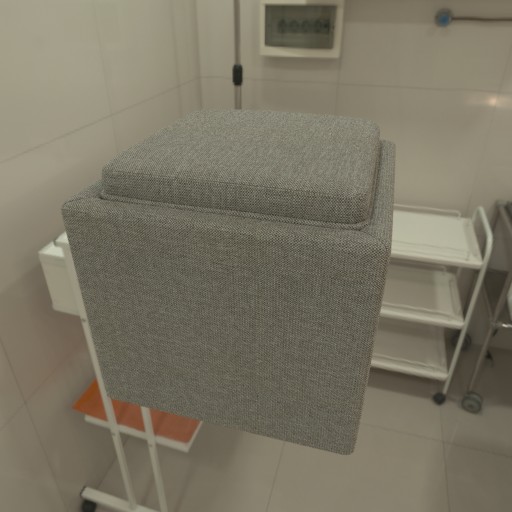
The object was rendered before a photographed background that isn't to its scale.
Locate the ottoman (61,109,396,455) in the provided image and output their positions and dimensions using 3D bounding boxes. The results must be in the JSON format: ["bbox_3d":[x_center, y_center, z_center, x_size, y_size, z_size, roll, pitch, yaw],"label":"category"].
[{"bbox_3d":[0.000,0.000,0.828,0.450,0.460,0.450,8,32,13],"label":"ottoman"}]
